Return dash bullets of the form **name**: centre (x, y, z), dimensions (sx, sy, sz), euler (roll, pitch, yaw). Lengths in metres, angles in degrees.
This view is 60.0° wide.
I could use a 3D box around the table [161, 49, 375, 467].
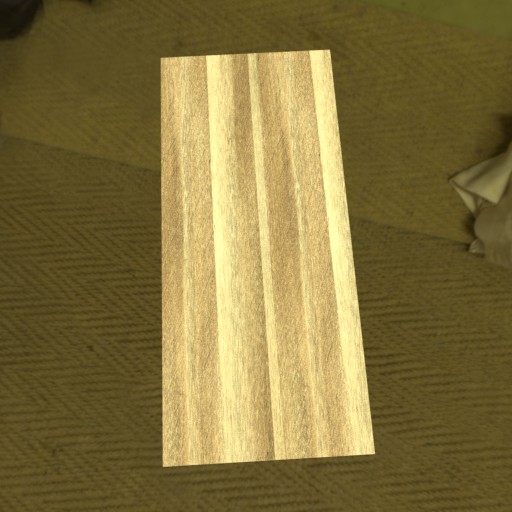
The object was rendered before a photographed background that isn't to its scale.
- **table**: centre (0.000, 0.000, 1.390), dimensions (0.493, 0.480, 1.095), euler (-3, 76, -1)
